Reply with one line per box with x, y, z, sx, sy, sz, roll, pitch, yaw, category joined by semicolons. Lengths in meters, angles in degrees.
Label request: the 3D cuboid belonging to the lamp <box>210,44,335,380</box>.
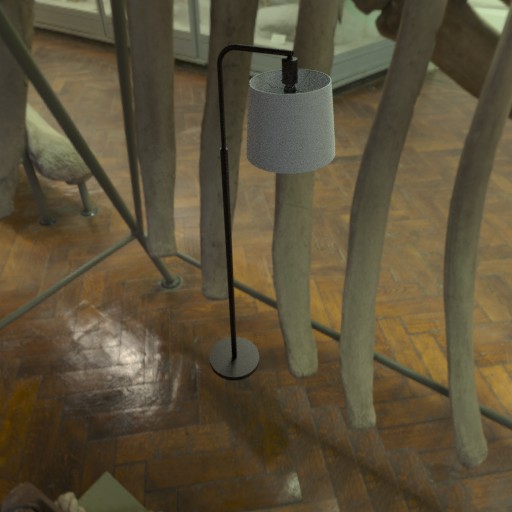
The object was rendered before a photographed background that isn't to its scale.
0.000;0.000;1.649;0.508;1.478;0.254;26;47;27;lamp
